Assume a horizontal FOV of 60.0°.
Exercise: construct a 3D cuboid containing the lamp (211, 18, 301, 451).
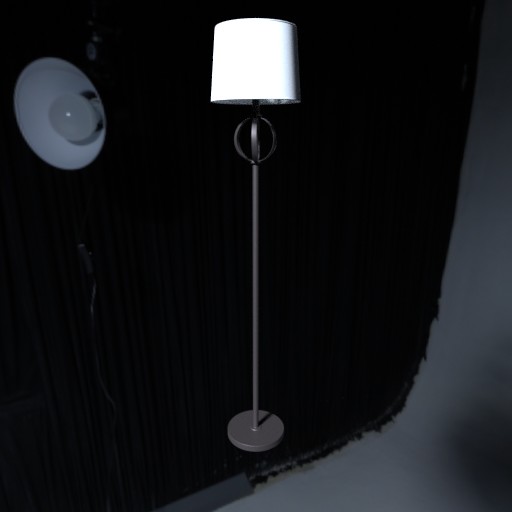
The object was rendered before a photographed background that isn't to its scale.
[{"bbox_3d":[0.000,0.000,1.570,0.286,1.462,0.286,-8,18,-26],"label":"lamp"}]
